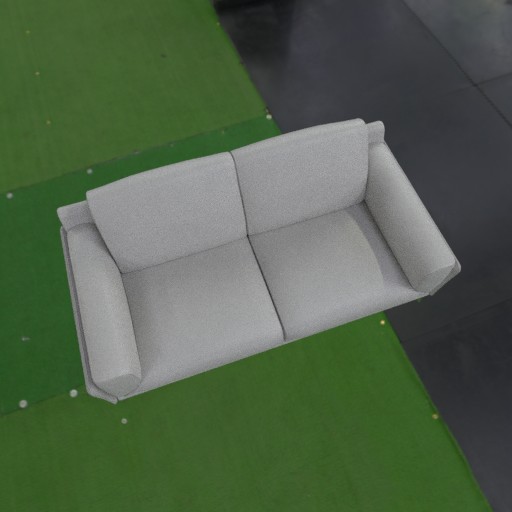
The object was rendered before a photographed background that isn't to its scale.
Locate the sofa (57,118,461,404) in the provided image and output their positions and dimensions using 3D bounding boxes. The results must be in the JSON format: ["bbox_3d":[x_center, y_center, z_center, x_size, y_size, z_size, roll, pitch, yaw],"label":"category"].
[{"bbox_3d":[0.000,0.000,2.638,2.101,0.930,1.049,-17,64,-8],"label":"sofa"}]
